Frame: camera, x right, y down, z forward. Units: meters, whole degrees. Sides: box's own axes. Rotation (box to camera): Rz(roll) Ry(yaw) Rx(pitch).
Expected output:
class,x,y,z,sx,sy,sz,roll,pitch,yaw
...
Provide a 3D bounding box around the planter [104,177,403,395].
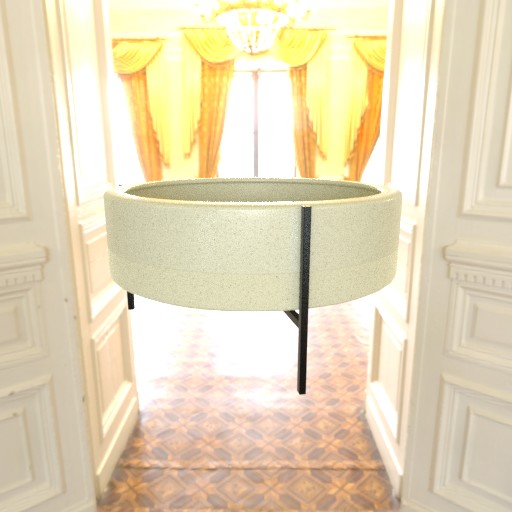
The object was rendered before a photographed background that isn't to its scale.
class,x,y,z,sx,sy,sz,roll,pitch,yaw
planter,0.000,0.000,0.546,0.345,0.171,0.336,-14,19,-43
